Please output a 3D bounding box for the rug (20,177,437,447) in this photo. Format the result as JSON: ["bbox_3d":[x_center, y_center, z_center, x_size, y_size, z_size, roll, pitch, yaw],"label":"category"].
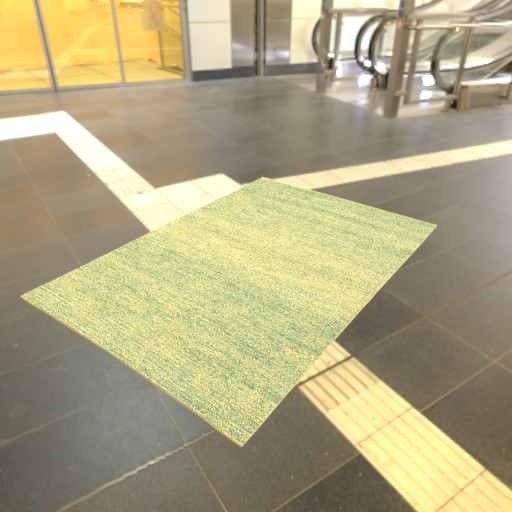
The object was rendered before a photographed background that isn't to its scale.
[{"bbox_3d":[0.000,0.000,2.867,1.593,0.029,2.305,22,37,31],"label":"rug"}]
